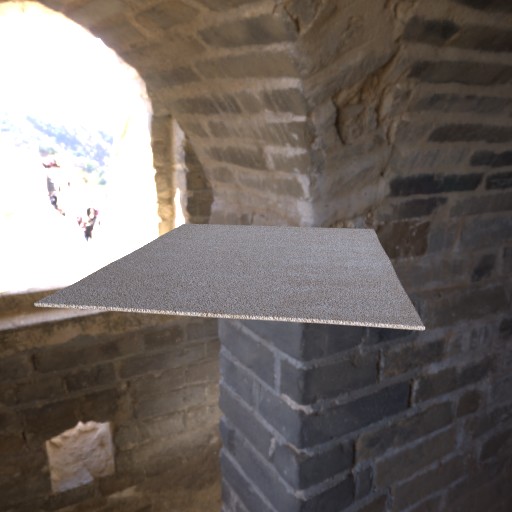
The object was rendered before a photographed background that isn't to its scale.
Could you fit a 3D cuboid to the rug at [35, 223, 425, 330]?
[{"bbox_3d":[0.000,0.000,4.098,2.400,0.026,3.000,2,14,9],"label":"rug"}]
